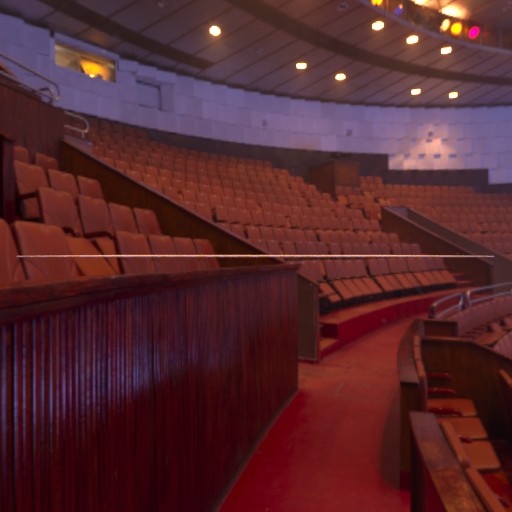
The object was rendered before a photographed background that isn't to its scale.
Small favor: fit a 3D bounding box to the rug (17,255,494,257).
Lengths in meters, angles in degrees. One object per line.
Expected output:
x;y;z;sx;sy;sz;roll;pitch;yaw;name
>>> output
0.000;0.000;4.021;3.037;0.011;2.433;0;0;0;rug
